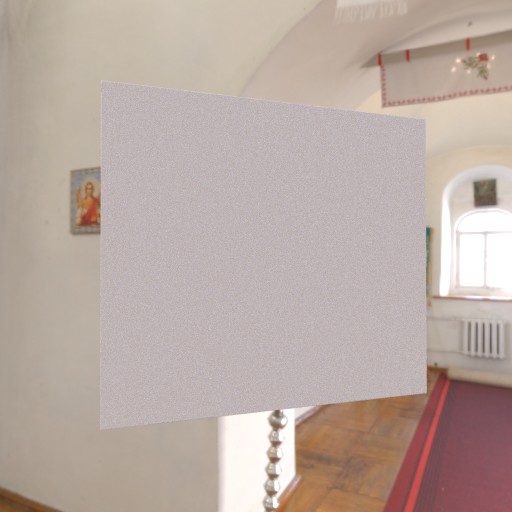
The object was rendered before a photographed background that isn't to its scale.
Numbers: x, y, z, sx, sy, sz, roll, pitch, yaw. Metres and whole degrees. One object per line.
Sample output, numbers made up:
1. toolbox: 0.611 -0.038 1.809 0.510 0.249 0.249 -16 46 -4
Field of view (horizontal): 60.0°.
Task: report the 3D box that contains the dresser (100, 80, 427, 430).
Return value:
1. dresser: 0.000 0.000 1.266 0.830 0.740 0.420 0 0 -18
